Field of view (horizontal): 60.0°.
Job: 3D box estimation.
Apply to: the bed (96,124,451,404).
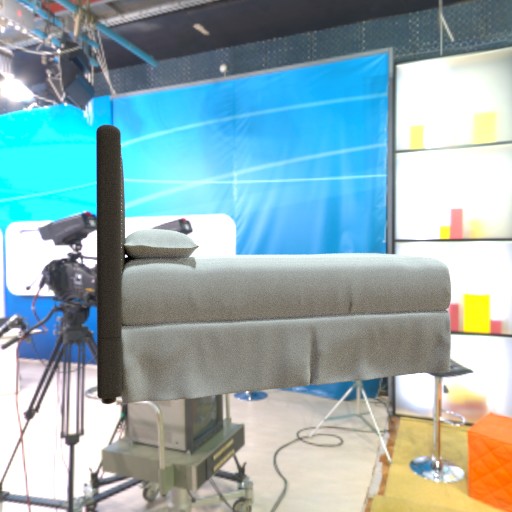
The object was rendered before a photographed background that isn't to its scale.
[{"bbox_3d":[0.000,0.000,3.080,2.036,1.387,1.666,0,1,-17],"label":"bed"}]
